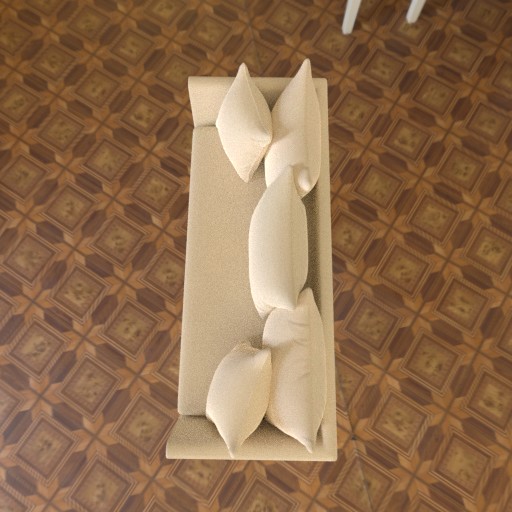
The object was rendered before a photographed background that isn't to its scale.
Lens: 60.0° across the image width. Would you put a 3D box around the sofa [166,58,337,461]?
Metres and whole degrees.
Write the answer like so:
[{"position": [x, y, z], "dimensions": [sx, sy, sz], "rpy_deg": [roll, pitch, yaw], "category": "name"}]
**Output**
[{"position": [0.000, 0.000, 3.013], "dimensions": [1.030, 1.042, 2.484], "rpy_deg": [1, 76, 0], "category": "sofa"}]
